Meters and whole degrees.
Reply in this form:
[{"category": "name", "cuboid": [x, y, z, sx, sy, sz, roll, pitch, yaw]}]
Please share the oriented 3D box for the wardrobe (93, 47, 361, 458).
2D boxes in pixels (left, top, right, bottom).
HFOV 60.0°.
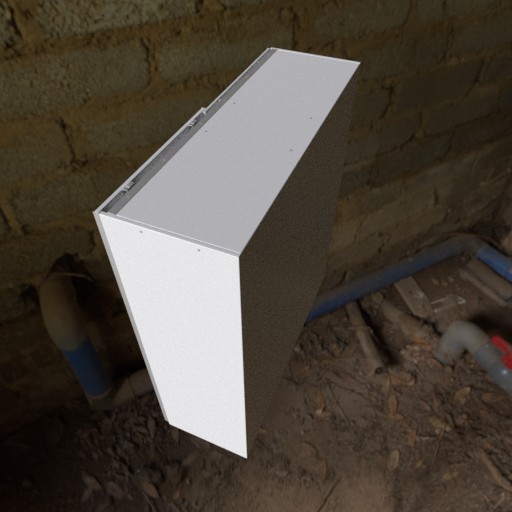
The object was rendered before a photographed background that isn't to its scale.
[{"category": "wardrobe", "cuboid": [0.000, 0.000, 2.915, 0.629, 1.960, 1.780, 17, 49, 16]}]
